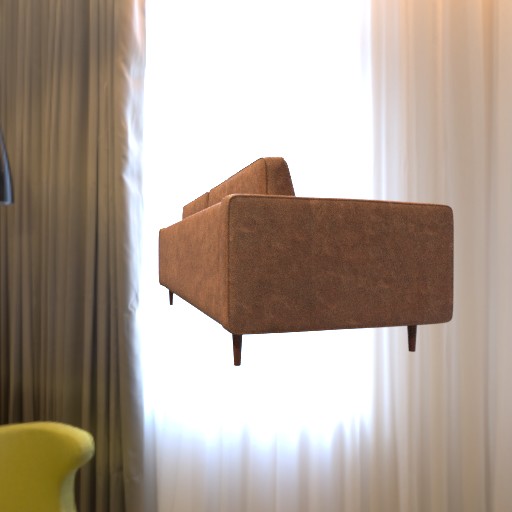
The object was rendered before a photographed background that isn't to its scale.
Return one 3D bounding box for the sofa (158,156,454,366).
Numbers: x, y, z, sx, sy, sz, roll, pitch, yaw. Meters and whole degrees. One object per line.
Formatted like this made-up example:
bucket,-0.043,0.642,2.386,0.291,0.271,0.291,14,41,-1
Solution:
sofa,0.000,0.000,2.576,0.914,0.762,2.210,0,1,-18
